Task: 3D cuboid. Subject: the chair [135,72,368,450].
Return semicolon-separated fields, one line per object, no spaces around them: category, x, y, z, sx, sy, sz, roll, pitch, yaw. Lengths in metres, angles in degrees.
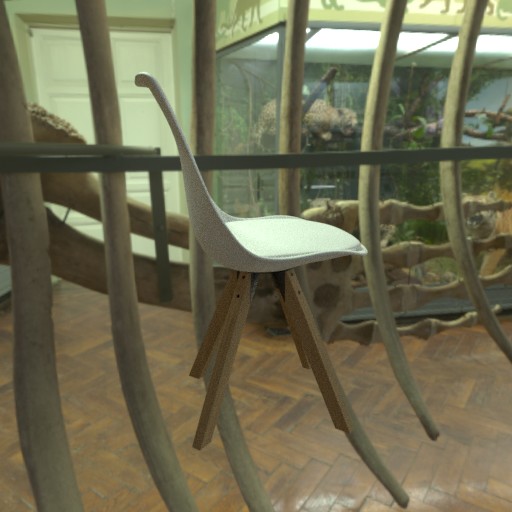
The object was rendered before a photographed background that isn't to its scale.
chair;0.000;0.000;1.146;0.550;0.849;0.485;-3;15;-10
